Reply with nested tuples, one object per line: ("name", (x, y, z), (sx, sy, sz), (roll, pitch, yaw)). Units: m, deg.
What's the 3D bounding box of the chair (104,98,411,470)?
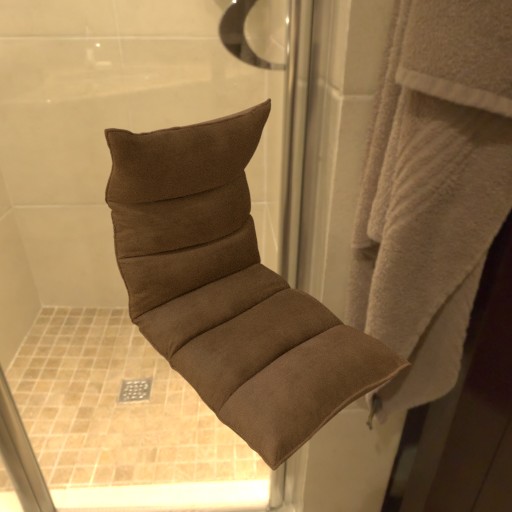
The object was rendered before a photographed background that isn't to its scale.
("chair", (0.000, 0.000, 1.561), (0.714, 0.892, 0.985), (-23, 37, -34))
